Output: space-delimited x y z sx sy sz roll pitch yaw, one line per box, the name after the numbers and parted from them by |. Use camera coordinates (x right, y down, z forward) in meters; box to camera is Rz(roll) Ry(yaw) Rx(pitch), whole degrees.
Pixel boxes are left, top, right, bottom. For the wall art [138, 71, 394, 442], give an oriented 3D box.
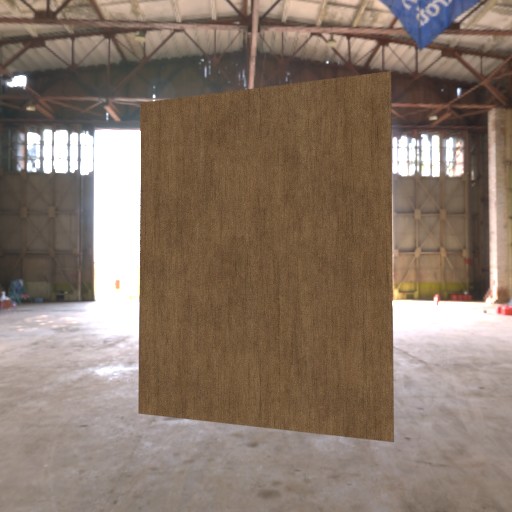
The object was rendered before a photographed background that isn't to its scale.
0.000 0.000 0.906 0.534 0.686 0.018 0 -1 17 | wall art
